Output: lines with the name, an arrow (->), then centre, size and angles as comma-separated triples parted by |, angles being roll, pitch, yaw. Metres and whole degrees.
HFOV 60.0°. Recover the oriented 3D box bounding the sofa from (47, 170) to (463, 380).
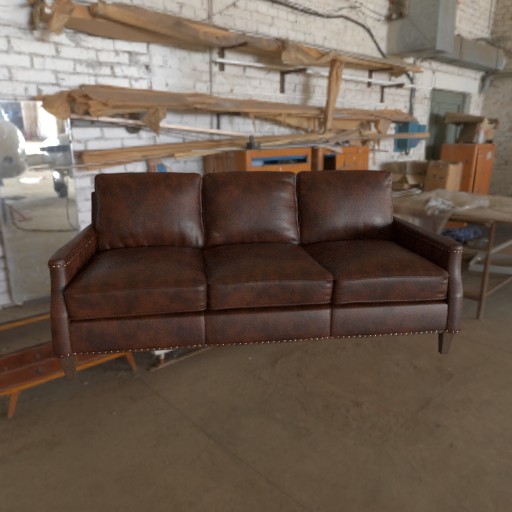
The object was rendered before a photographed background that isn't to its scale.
sofa -> 0.000, 0.000, 2.800 | 2.240, 1.003, 1.084 | -2, 16, -7
